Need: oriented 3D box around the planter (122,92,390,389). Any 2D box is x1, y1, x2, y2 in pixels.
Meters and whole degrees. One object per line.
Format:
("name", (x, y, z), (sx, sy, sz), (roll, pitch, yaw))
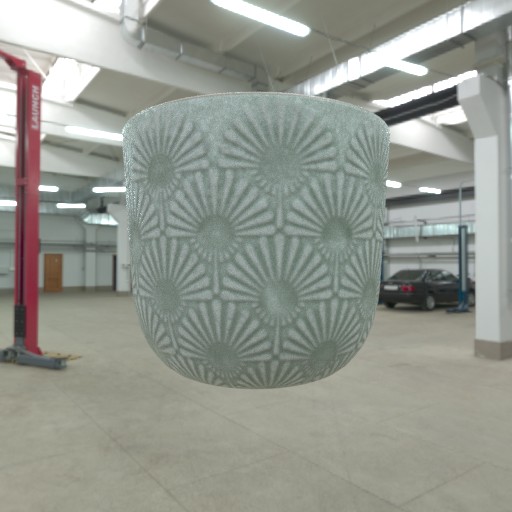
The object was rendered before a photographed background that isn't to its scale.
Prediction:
("planter", (0.000, 0.000, 0.291), (0.170, 0.152, 0.170), (0, -1, 0))
